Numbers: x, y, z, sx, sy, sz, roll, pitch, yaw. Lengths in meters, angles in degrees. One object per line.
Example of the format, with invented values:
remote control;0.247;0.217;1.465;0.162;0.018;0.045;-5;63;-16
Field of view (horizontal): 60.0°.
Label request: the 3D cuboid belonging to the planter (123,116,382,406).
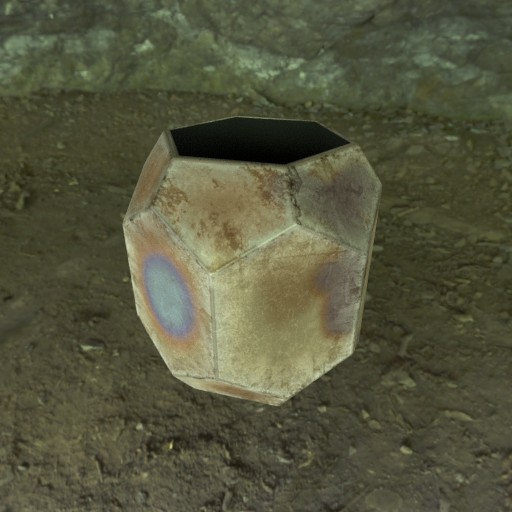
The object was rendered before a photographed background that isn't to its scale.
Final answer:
planter;0.000;0.000;0.442;0.243;0.238;0.221;-7;30;-13
